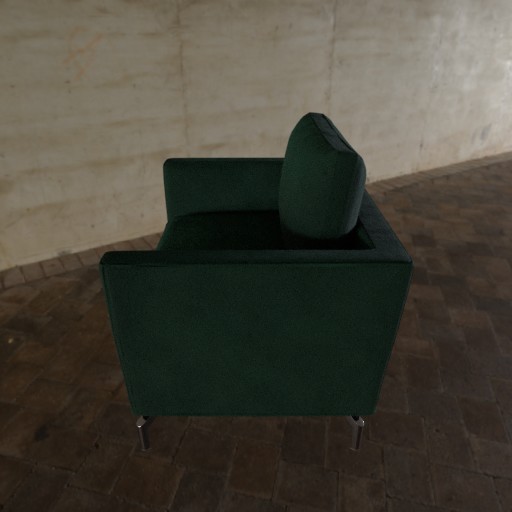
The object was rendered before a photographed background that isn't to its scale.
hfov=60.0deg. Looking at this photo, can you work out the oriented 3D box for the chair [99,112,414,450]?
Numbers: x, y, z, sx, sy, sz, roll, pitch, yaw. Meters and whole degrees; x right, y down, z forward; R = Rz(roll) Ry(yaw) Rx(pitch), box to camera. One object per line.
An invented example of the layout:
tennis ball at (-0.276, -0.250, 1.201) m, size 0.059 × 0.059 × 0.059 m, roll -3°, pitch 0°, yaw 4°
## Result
chair at (0.000, 0.000, 1.738) m, size 0.852 × 0.997 × 1.047 m, roll 0°, pitch 28°, yaw 0°
